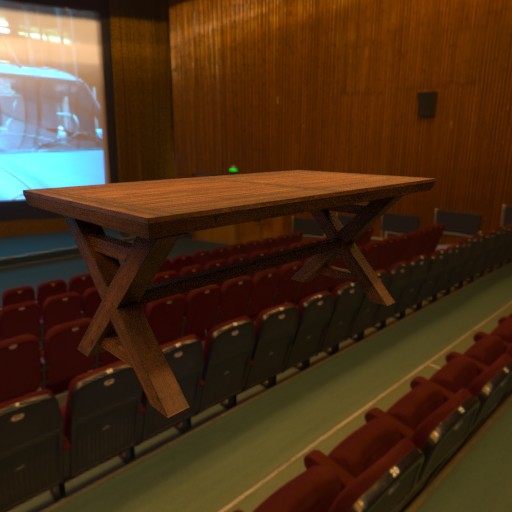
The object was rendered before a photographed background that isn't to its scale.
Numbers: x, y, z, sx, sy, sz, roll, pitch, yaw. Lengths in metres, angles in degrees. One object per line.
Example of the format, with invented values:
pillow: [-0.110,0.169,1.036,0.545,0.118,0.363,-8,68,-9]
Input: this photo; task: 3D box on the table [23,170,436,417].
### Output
table: [0.000,0.000,2.444,1.966,0.793,1.071,-14,20,-43]
